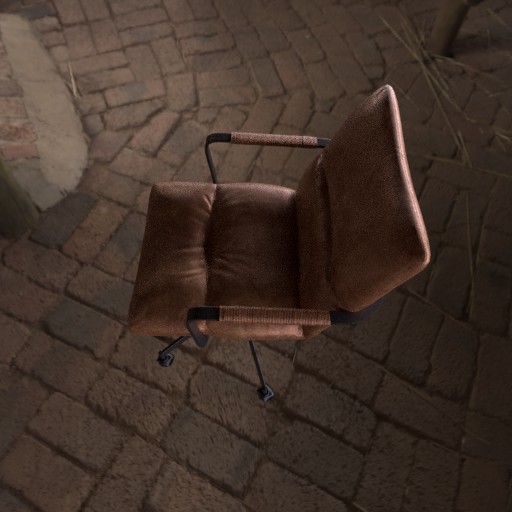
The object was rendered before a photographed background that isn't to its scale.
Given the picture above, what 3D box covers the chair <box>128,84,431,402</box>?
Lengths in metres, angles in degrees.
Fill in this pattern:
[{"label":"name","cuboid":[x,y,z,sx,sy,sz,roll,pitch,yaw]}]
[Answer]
[{"label":"chair","cuboid":[0.000,0.000,1.440,0.754,0.922,0.727,1,58,0]}]
